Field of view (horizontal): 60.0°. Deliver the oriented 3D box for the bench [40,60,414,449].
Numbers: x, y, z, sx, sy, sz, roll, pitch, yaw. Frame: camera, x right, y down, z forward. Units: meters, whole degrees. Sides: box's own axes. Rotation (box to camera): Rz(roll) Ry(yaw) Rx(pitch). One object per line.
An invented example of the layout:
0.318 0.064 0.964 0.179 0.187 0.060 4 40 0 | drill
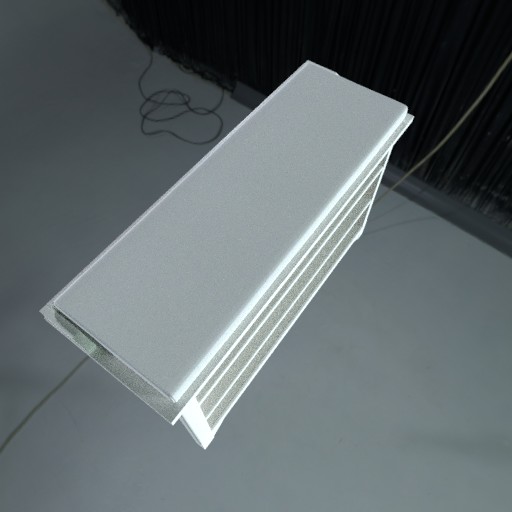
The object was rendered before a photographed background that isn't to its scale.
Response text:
0.000 0.000 1.264 0.346 0.589 0.987 32 64 18 | bench
